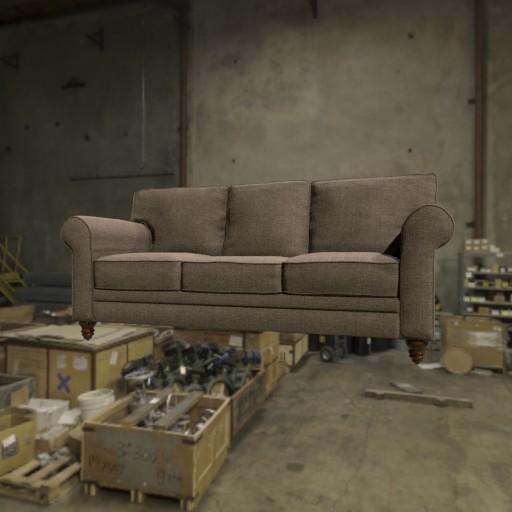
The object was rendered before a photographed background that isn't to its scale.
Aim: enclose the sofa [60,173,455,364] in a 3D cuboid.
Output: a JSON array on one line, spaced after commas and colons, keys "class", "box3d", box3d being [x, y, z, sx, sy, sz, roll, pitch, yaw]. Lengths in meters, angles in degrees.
[{"class": "sofa", "box3d": [0.000, 0.000, 2.605, 2.084, 0.961, 0.916, 0, 0, 18]}]
